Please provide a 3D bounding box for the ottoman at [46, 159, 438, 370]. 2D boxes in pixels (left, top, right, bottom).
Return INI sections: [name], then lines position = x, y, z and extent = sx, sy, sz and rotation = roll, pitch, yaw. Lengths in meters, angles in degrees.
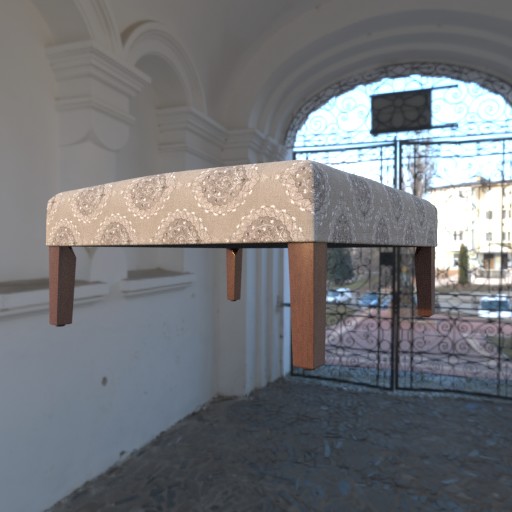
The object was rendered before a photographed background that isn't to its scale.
[ottoman]
position = 0.000, 0.000, 1.398
extent = 0.890, 0.411, 0.889
rotation = 0, 1, 35
